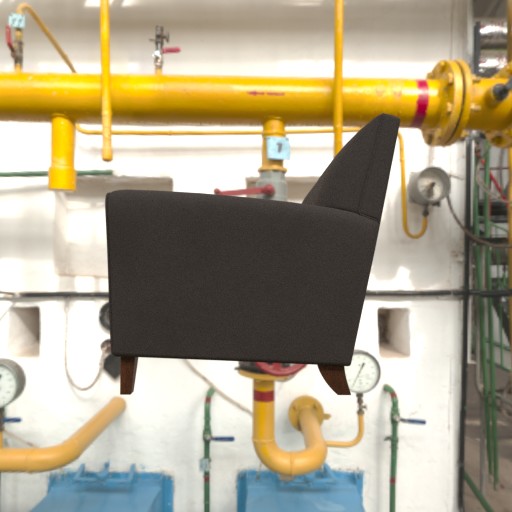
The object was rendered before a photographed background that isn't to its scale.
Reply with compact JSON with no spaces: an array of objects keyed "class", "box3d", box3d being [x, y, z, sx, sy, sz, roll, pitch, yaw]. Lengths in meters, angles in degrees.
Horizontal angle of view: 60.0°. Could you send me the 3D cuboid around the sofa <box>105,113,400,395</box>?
[{"class":"sofa","box3d":[0.000,0.000,1.981,0.871,0.846,1.420,0,0,1]}]
